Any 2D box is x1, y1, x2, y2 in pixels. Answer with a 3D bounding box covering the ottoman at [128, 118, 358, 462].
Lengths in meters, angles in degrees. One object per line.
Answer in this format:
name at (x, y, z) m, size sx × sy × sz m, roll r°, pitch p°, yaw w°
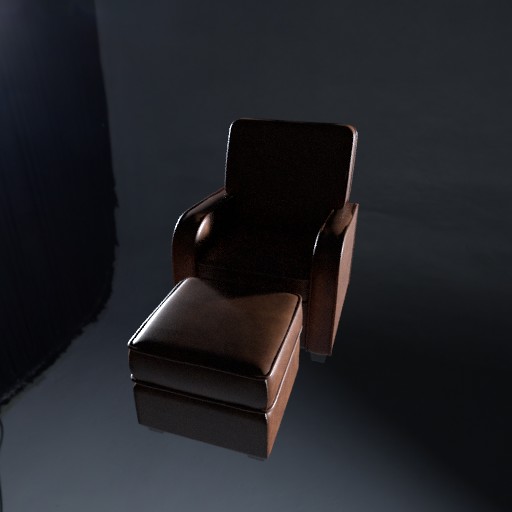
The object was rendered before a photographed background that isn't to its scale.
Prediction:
ottoman at (0.000, 0.000, 1.892) m, size 0.732 × 0.904 × 1.314 m, roll 9°, pitch 30°, yaw 15°
